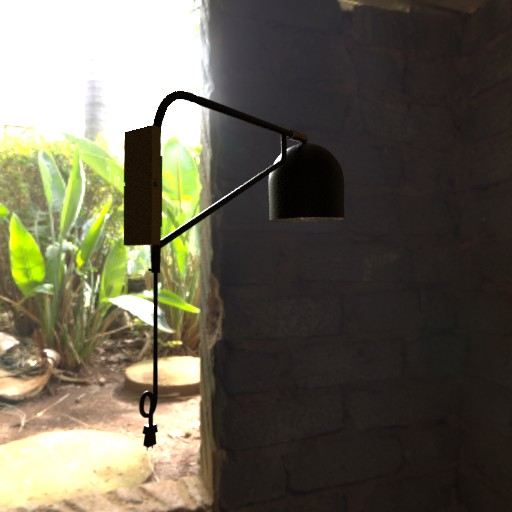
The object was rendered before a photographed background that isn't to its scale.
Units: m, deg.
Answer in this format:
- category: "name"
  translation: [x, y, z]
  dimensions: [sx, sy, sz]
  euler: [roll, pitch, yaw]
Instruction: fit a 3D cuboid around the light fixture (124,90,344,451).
- category: "light fixture"
  translation: [0.000, 0.000, 1.065]
  dimensions: [0.215, 0.696, 0.720]
  euler: [0, -1, 35]
